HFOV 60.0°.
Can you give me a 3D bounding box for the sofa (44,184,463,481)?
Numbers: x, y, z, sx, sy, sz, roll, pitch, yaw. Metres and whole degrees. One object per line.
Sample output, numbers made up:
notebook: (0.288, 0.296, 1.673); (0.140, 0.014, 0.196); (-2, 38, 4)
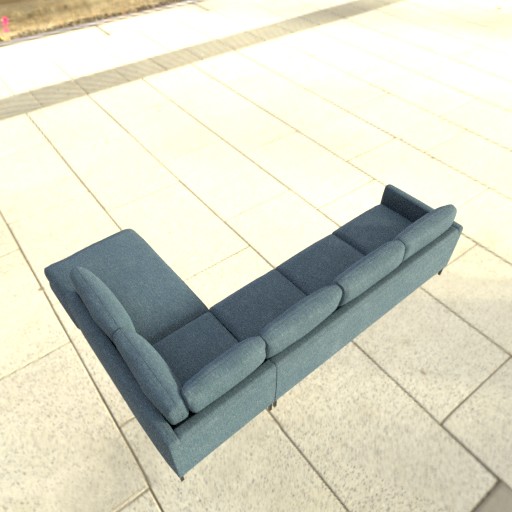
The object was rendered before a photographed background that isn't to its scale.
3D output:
sofa: (0.000, 0.000, 3.760); (2.949, 0.815, 2.007); (-30, 53, -26)
